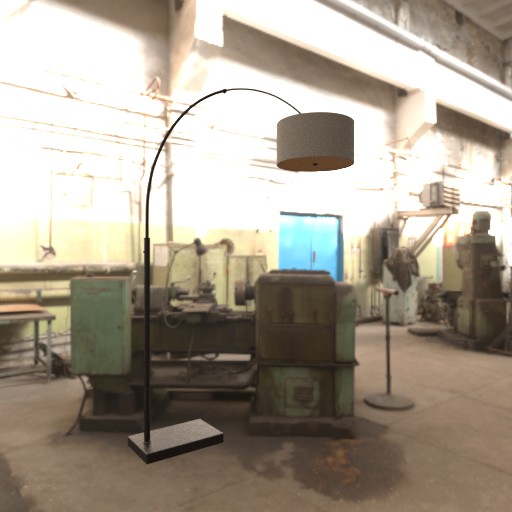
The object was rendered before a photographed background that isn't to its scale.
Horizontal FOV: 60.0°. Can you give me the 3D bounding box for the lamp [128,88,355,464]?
[{"bbox_3d":[0.000,0.000,2.563,1.424,1.927,0.493,0,0,-36],"label":"lamp"}]
